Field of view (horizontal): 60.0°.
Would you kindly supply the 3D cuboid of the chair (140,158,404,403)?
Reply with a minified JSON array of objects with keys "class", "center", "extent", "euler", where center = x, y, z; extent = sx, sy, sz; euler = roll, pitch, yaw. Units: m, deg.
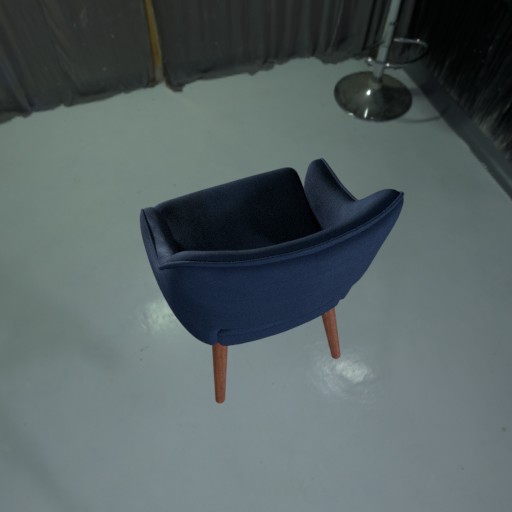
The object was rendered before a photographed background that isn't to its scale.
[{"class":"chair","center":[0.000,0.000,1.231],"extent":[0.559,0.844,0.591],"euler":[-18,59,-11]}]
